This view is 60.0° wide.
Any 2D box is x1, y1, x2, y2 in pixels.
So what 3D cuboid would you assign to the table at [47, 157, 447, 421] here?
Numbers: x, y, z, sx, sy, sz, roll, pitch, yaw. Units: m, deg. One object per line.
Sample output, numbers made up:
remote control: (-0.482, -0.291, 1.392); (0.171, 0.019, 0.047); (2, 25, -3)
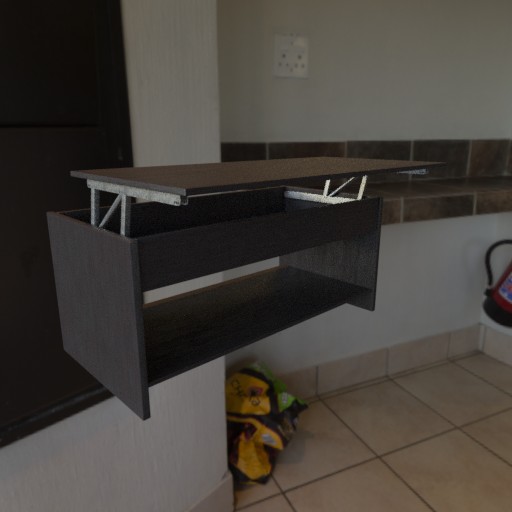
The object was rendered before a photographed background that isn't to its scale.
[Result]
table: (0.000, 0.000, 1.406); (1.000, 0.570, 0.712); (-14, 21, -41)
